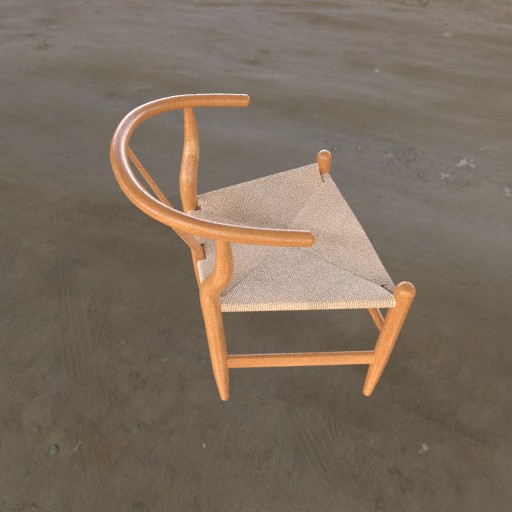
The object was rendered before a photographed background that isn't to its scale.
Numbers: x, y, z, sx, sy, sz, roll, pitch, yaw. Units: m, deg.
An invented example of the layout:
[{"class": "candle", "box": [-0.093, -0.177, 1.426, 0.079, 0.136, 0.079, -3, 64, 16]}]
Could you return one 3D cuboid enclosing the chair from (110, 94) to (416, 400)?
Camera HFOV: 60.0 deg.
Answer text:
[{"class": "chair", "box": [0.000, 0.000, 1.155, 0.579, 0.730, 0.569, -10, 47, -9]}]
